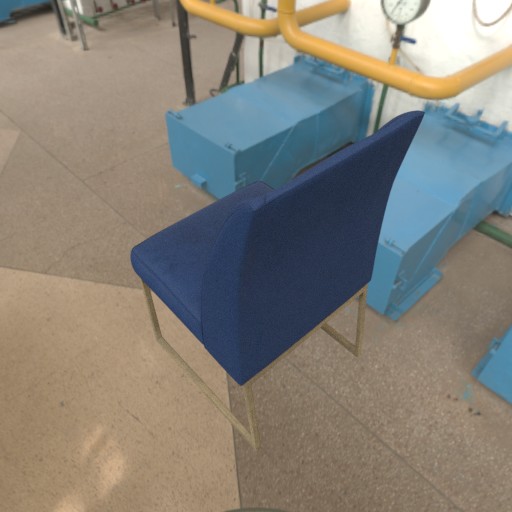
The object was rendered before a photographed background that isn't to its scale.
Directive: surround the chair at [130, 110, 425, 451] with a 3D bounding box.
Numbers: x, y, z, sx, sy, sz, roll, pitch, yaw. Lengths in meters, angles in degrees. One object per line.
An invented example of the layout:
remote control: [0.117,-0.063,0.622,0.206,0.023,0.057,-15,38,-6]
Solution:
chair: [0.000,0.000,1.203,0.508,0.863,0.522,-33,53,-29]
